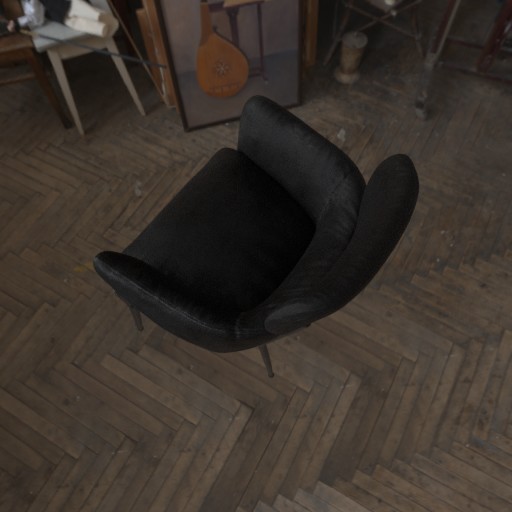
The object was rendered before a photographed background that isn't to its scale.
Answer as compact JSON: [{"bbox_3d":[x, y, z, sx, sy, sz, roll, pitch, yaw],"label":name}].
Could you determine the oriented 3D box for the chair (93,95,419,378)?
[{"bbox_3d":[0.000,0.000,1.216,0.604,0.818,0.640,33,68,15],"label":"chair"}]
